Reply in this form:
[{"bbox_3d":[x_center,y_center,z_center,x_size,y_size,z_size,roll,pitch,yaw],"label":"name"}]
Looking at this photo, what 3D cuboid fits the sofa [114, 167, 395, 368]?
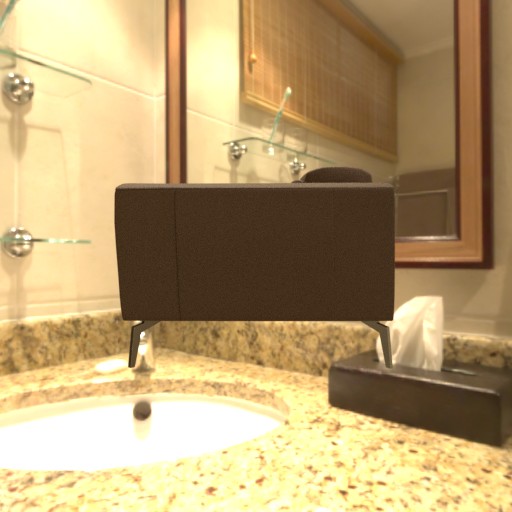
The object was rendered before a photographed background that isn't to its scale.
[{"bbox_3d":[0.000,0.000,2.463,1.003,0.779,1.895,0,0,0],"label":"sofa"}]
